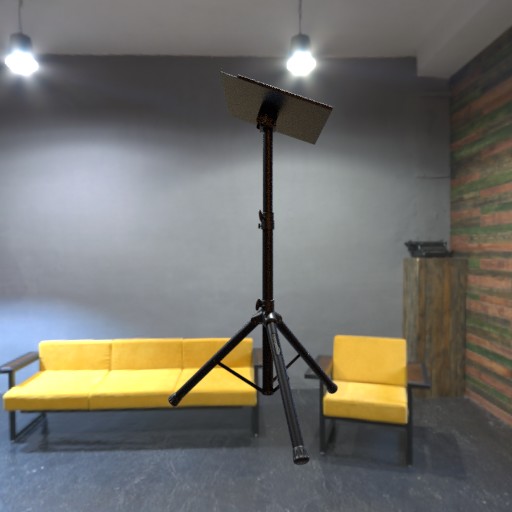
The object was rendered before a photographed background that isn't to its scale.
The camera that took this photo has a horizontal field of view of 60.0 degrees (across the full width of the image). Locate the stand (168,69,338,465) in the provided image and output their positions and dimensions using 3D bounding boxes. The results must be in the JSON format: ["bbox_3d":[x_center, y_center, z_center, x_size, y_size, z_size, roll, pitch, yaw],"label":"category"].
[{"bbox_3d":[0.000,0.000,1.595,0.702,1.198,0.702,0,1,1],"label":"stand"}]
